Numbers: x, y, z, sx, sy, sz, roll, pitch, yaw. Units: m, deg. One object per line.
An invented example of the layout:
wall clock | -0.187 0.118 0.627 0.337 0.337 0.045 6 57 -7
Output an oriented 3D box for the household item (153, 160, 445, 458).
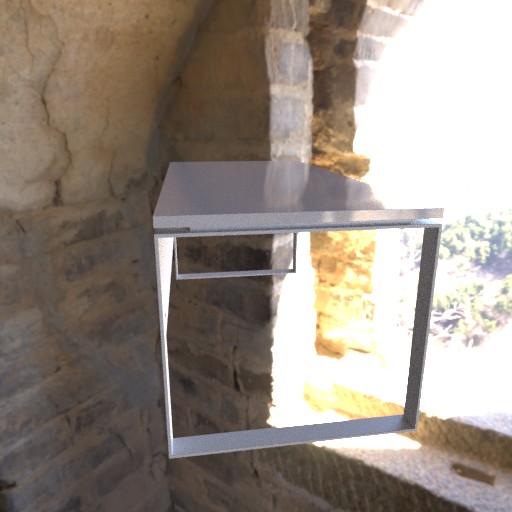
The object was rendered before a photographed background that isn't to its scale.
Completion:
household item | 0.000 0.000 2.092 0.800 0.745 1.700 -3 17 -9
